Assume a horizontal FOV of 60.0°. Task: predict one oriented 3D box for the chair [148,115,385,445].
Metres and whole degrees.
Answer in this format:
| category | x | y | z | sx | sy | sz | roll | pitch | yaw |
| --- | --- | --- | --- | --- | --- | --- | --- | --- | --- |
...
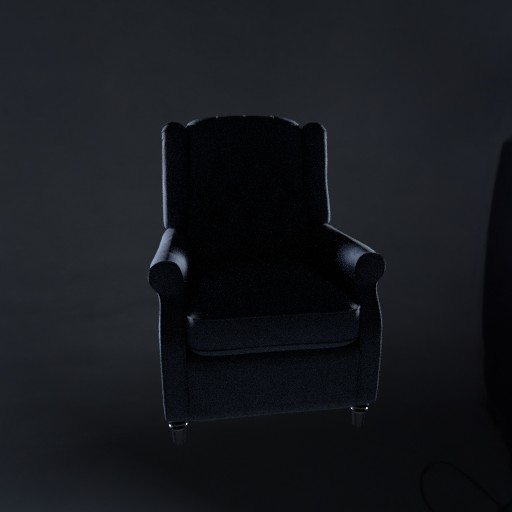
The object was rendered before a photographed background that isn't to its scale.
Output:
| category | x | y | z | sx | sy | sz | roll | pitch | yaw |
| --- | --- | --- | --- | --- | --- | --- | --- | --- | --- |
| chair | 0.000 | 0.000 | 1.680 | 0.742 | 1.035 | 0.898 | -2 | 16 | -8 |
